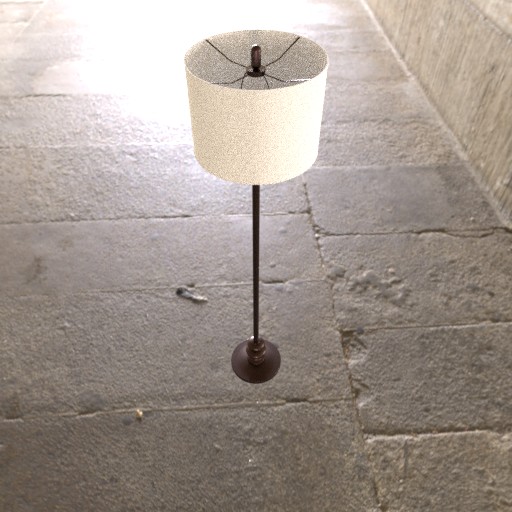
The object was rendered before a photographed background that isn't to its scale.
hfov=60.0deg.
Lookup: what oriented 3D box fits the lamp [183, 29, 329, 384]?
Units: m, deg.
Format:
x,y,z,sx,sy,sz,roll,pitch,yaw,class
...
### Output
x,y,z,sx,sy,sz,roll,pitch,yaw,class
0.000,0.000,1.613,0.356,1.487,0.356,32,55,27,lamp
